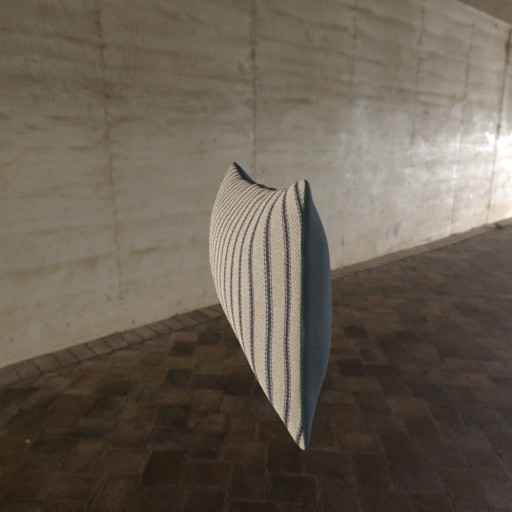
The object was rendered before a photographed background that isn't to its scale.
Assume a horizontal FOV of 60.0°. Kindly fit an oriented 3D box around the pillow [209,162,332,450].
[{"bbox_3d":[0.000,0.000,0.746,0.151,0.305,0.609,-2,15,-9],"label":"pillow"}]
